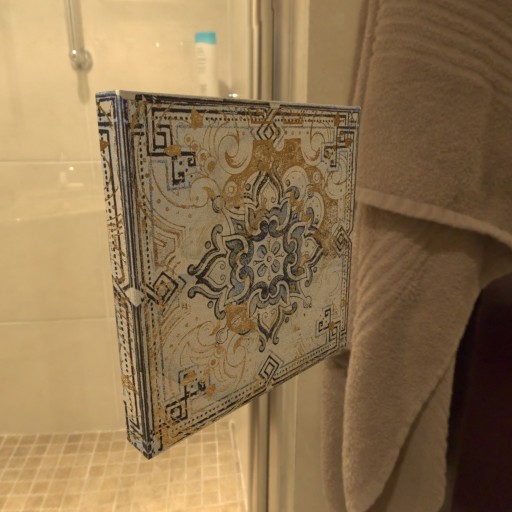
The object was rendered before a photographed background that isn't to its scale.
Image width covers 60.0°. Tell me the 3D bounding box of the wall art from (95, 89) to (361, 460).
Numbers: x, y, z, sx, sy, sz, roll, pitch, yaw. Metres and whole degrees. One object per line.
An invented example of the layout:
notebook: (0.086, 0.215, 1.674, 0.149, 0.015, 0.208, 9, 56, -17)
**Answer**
wall art: (0.000, 0.000, 0.462, 0.302, 0.306, 0.038, -15, 21, -43)
